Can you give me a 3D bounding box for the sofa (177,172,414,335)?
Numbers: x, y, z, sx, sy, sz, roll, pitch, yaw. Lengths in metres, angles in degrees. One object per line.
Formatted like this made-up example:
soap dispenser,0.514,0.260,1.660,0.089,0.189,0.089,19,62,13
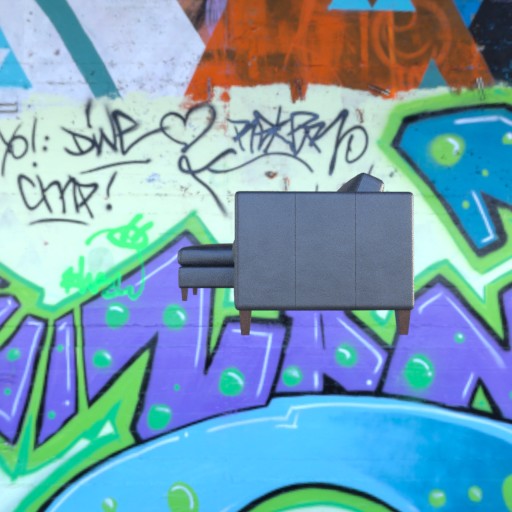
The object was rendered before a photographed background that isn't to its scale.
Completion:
sofa,0.000,0.000,3.870,1.581,0.883,3.203,0,-1,-1
